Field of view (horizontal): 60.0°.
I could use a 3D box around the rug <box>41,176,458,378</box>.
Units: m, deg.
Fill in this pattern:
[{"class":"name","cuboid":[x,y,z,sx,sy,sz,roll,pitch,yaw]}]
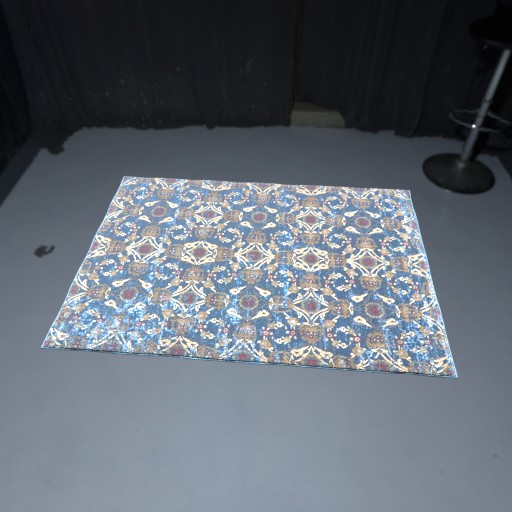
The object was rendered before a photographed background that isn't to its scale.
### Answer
[{"class":"rug","cuboid":[0.000,0.000,2.876,2.207,0.014,1.567,3,46,3]}]
